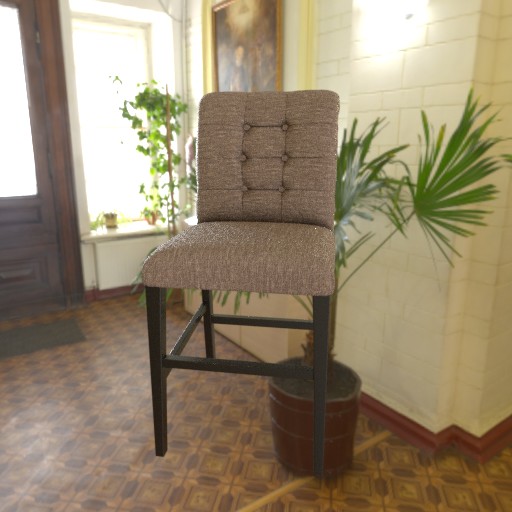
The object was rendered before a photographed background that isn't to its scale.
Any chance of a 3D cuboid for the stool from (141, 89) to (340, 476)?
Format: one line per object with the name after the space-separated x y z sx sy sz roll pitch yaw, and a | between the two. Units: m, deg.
0.000 0.000 1.302 0.457 0.970 0.611 2 14 9 | stool
